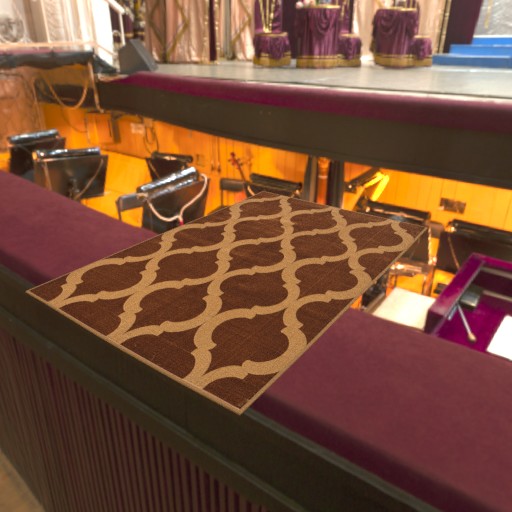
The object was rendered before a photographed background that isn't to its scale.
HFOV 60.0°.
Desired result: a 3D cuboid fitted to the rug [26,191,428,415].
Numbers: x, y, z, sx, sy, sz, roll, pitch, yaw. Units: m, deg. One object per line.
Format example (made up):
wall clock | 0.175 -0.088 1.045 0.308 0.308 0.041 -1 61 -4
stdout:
rug | 0.000 0.000 2.880 1.526 0.014 2.290 18 31 32
